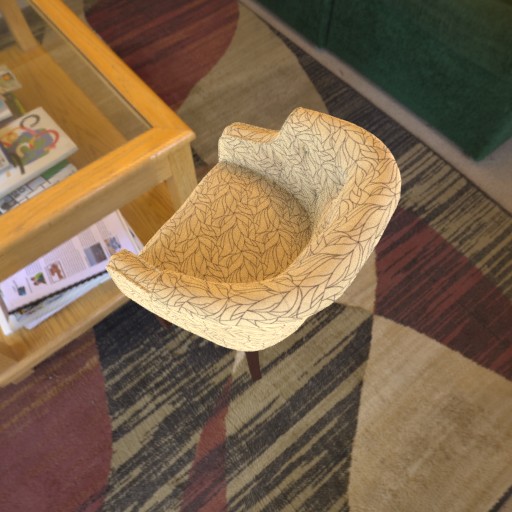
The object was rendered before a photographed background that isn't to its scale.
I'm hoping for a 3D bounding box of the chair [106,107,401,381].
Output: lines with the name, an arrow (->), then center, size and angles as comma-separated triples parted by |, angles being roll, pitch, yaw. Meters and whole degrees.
chair -> 0.000, 0.000, 1.357 | 0.613, 0.858, 0.686 | 30, 67, 14
